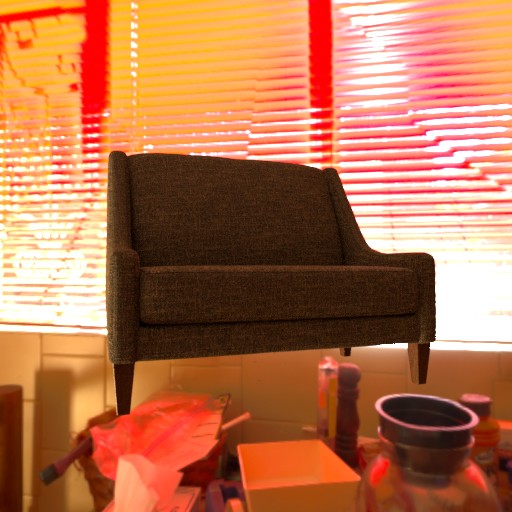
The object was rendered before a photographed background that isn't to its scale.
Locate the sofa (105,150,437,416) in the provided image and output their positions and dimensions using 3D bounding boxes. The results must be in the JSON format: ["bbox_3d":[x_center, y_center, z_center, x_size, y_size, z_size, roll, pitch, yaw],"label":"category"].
[{"bbox_3d":[0.000,0.000,1.933,1.242,1.021,0.870,0,-1,-19],"label":"sofa"}]
